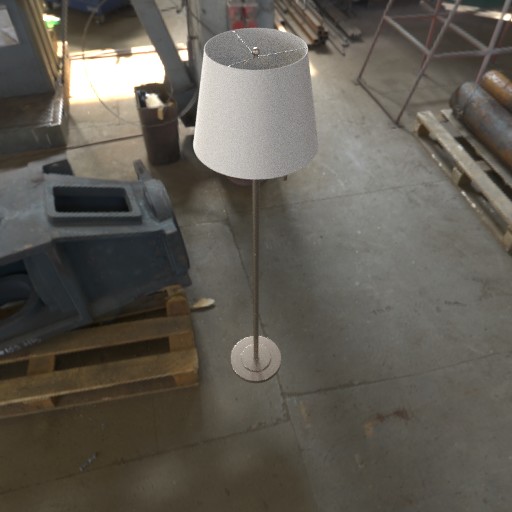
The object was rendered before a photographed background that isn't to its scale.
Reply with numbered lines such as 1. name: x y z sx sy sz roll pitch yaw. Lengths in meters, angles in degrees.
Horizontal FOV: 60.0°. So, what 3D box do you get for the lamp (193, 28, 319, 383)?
1. lamp: 0.000 0.000 1.609 0.355 1.473 0.355 0 47 0
